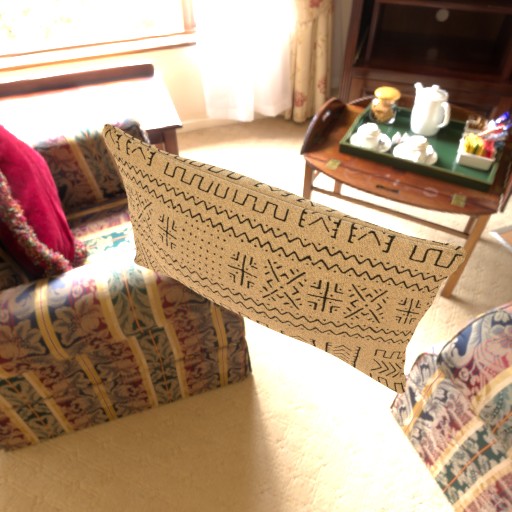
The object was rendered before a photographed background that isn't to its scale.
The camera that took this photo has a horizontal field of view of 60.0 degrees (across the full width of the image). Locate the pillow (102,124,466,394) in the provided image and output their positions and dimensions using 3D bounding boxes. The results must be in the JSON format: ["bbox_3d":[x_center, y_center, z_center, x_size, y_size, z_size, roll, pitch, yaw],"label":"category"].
[{"bbox_3d":[0.000,0.000,0.798,0.637,0.352,0.188,23,49,22],"label":"pillow"}]
